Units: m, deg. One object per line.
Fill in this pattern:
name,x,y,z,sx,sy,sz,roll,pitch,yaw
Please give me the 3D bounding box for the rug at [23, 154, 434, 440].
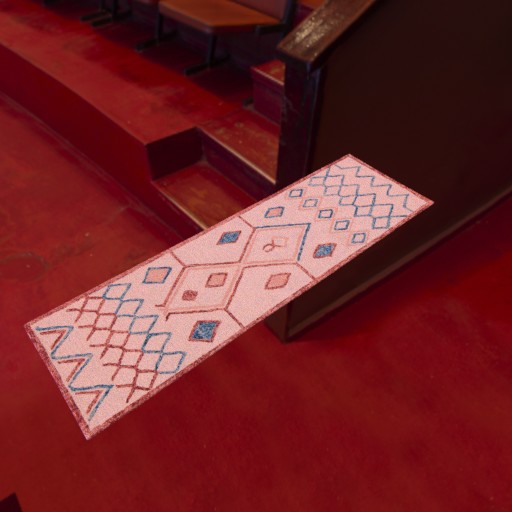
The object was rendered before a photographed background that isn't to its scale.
rug,0.000,0.000,2.579,2.435,0.011,0.750,-31,53,-26
